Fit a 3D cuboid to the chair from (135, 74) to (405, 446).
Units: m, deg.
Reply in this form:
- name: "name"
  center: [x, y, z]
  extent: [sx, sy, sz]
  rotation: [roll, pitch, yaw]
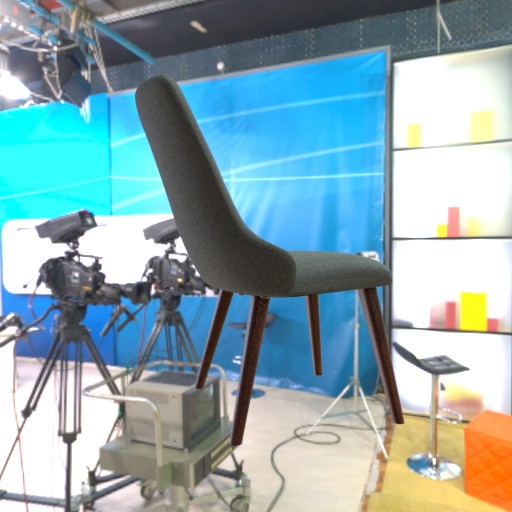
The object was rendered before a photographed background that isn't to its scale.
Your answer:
- name: "chair"
  center: [0.000, 0.000, 1.348]
  extent: [0.707, 0.918, 0.535]
  rotation: [0, 1, -18]
